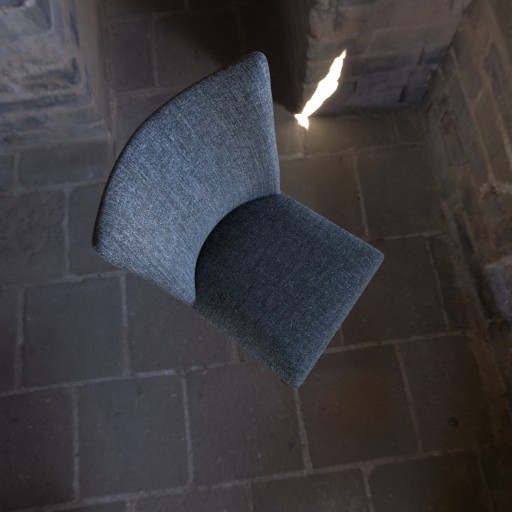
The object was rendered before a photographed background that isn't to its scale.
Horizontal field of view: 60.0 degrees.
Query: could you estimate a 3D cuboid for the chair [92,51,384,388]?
[{"bbox_3d":[0.000,0.000,1.281,0.623,0.924,0.535,35,78,9],"label":"chair"}]
